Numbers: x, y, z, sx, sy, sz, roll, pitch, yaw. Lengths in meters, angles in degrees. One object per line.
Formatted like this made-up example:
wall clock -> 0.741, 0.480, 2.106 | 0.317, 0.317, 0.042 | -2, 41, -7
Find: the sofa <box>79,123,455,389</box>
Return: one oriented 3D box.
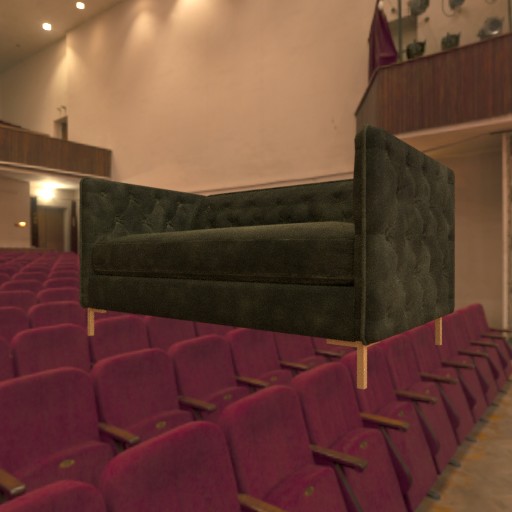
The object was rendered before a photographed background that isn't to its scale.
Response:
sofa -> 0.000, 0.000, 2.033 | 1.537, 0.768, 0.895 | 0, 0, 37
